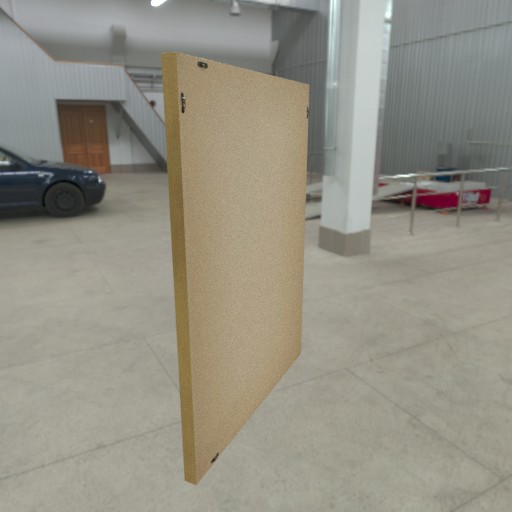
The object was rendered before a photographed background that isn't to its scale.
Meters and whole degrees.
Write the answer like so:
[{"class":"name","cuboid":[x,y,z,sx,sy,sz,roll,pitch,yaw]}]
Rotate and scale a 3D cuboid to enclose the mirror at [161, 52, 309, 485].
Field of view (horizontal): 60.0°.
[{"class":"mirror","cuboid":[0.000,0.000,1.324,0.041,1.016,0.762,8,18,25]}]
